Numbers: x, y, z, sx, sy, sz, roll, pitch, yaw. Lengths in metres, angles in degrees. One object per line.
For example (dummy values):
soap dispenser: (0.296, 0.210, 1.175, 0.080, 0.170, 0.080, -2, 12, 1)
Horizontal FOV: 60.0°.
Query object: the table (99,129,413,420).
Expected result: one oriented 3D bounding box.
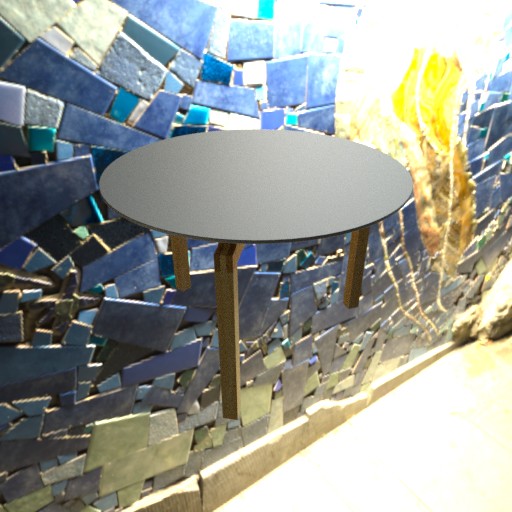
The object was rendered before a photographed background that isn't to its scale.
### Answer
table: (0.000, 0.000, 0.987, 0.600, 0.405, 0.600, 0, 31, 0)
